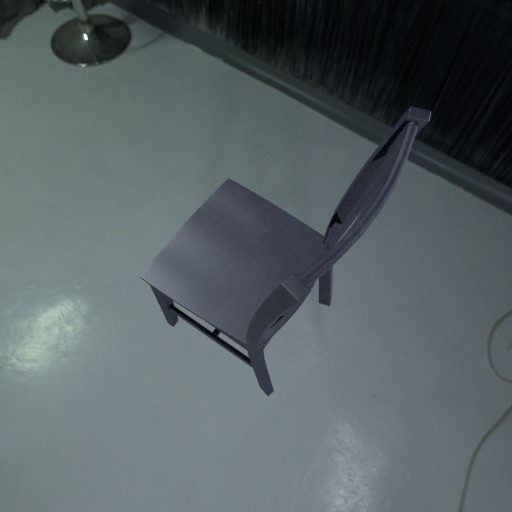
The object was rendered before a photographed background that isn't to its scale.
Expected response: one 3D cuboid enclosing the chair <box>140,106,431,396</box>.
[{"bbox_3d":[0.000,0.000,1.269,0.542,0.983,0.485,32,66,16],"label":"chair"}]
